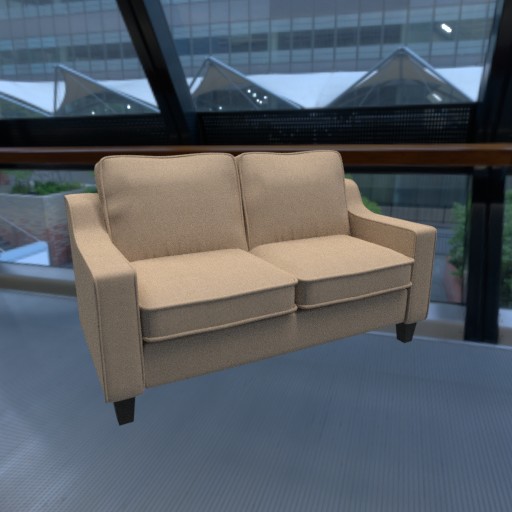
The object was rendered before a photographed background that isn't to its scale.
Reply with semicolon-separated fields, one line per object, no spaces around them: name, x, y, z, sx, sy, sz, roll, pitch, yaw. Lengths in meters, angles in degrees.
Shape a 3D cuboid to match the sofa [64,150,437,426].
sofa;0.000;0.000;3.488;2.587;1.562;1.351;-8;18;-27
